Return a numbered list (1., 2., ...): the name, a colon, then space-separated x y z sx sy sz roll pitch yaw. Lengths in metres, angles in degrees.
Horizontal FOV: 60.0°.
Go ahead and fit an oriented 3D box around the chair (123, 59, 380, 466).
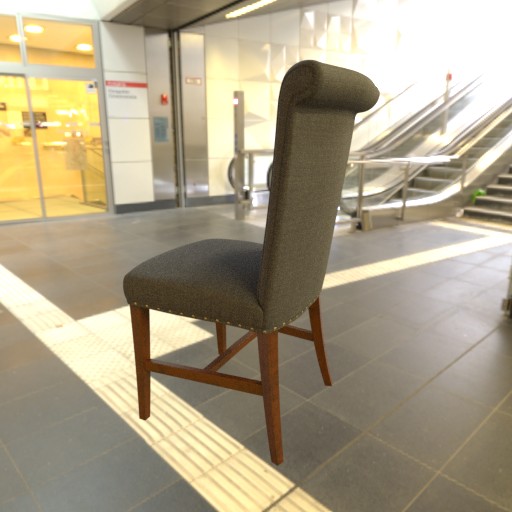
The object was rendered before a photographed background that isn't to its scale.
1. chair: 0.000 0.000 1.319 0.608 0.988 0.513 8 17 26
